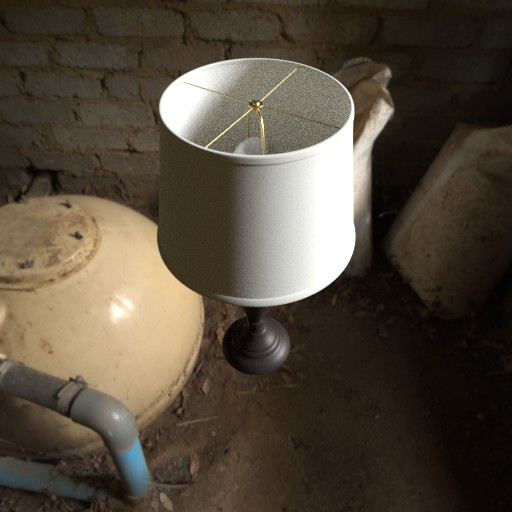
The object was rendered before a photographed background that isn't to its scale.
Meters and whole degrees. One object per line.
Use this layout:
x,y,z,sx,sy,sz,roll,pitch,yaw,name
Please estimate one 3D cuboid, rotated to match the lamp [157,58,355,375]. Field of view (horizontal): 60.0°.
0.000,0.000,0.812,0.335,0.611,0.335,0,48,0,lamp
